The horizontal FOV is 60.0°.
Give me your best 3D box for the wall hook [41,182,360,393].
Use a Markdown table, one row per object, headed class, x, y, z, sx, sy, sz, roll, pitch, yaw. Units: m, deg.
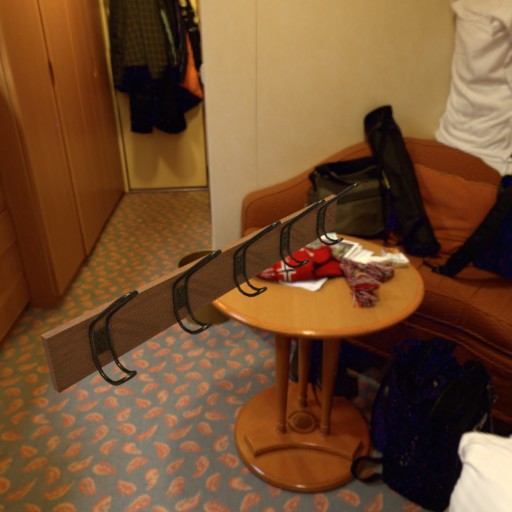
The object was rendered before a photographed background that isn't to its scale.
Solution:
| class | x | y | z | sx | sy | sz | roll | pitch | yaw |
| --- | --- | --- | --- | --- | --- | --- | --- | --- | --- |
| wall hook | 0.000 | 0.000 | 0.592 | 0.076 | 0.116 | 0.554 | 18 | 30 | 34 |
